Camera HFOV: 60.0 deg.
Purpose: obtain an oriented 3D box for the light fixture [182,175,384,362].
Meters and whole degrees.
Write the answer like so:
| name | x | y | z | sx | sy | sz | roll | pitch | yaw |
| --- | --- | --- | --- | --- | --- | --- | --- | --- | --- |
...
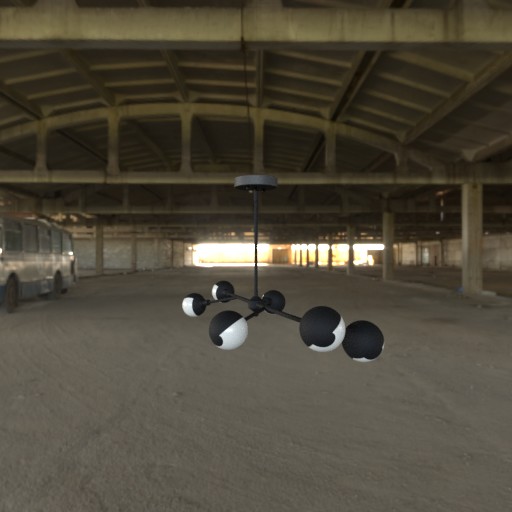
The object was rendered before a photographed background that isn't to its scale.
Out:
| name | x | y | z | sx | sy | sz | roll | pitch | yaw |
| --- | --- | --- | --- | --- | --- | --- | --- | --- | --- |
| light fixture | 0.000 | 0.000 | 1.040 | 0.434 | 0.362 | 0.778 | 0 | 0 | 0 |
